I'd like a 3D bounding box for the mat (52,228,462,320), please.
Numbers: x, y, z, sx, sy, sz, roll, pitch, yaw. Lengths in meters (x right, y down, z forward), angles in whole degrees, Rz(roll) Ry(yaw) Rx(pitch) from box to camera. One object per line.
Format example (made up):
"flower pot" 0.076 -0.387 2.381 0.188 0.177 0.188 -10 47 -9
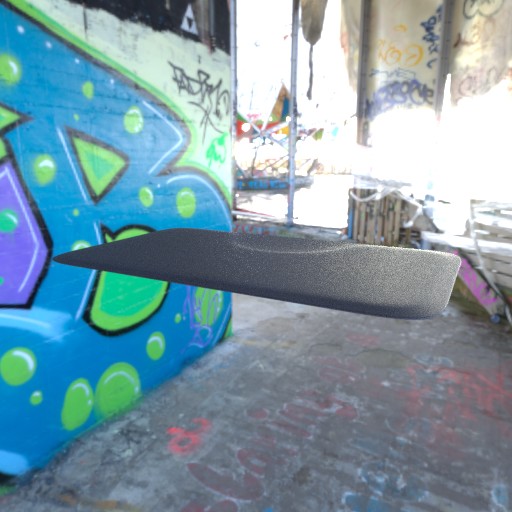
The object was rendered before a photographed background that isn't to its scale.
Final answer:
"mat" 0.000 0.000 1.841 1.524 0.013 0.918 7 15 27
